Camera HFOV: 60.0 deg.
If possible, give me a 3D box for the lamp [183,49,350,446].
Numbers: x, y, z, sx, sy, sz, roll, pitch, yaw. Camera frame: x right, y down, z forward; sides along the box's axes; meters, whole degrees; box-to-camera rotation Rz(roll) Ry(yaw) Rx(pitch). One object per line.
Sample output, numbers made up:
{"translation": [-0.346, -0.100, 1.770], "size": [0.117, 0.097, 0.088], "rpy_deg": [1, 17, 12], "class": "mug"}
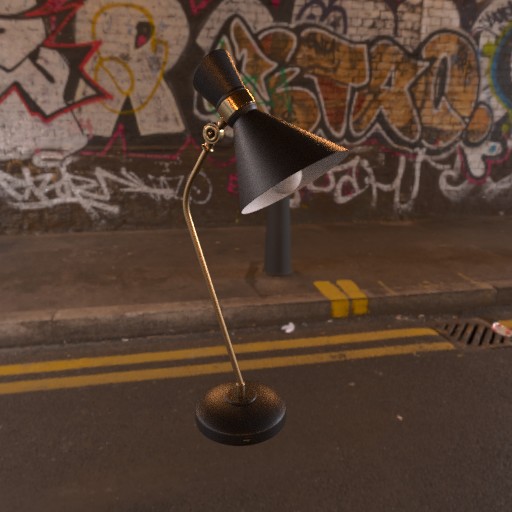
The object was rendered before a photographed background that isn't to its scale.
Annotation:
{"translation": [0.000, 0.000, 0.749], "size": [0.292, 0.647, 0.189], "rpy_deg": [8, 18, 26], "class": "lamp"}
